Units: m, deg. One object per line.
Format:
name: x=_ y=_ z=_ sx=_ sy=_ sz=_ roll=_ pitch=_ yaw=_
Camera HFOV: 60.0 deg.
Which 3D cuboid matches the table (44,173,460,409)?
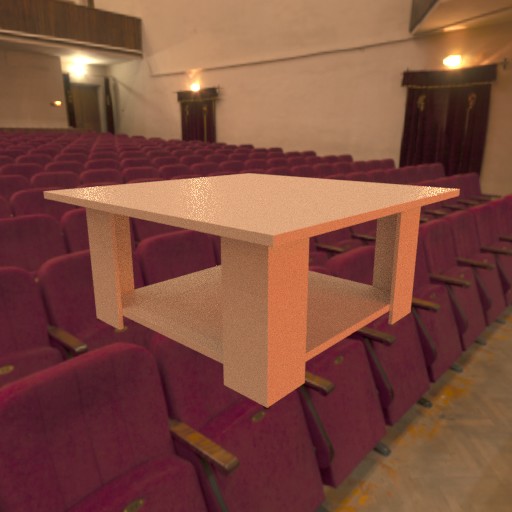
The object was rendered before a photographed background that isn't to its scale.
table: x=0.000 y=0.000 z=1.048 sx=0.670 sy=0.305 sz=0.670 roll=13 pitch=20 yaw=41
